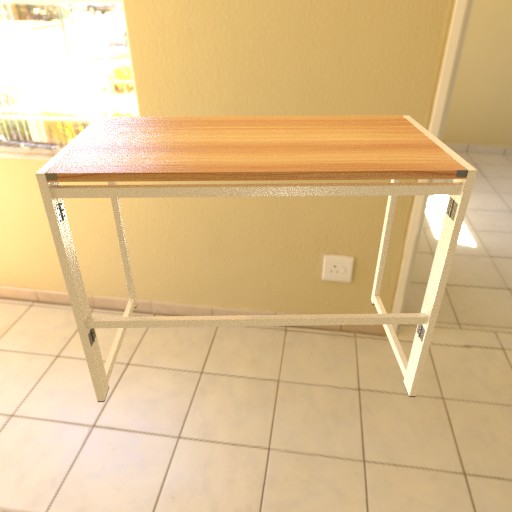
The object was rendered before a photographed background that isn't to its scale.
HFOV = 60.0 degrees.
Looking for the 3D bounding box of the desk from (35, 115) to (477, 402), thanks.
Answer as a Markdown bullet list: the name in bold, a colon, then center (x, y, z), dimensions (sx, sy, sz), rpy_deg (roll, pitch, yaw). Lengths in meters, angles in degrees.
- **desk**: center (0.000, 0.000, 1.428), dimensions (1.016, 0.762, 0.508), rpy_deg (-1, 31, -1)
